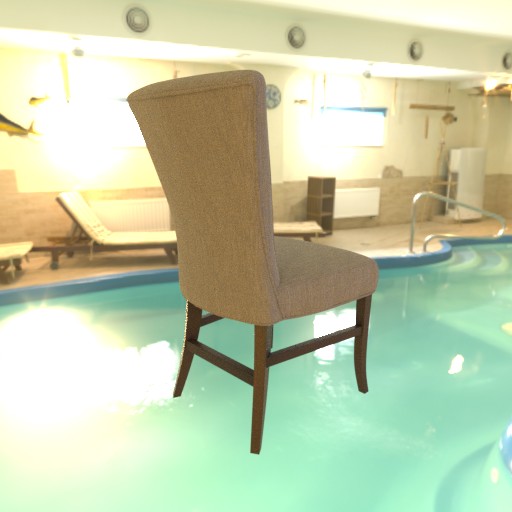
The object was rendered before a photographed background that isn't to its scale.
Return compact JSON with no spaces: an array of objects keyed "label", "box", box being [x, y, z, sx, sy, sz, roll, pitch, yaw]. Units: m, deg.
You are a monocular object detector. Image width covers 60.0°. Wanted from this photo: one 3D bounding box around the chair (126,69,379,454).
[{"label":"chair","box":[0.000,0.000,1.385,0.660,0.991,0.520,-13,19,-42]}]
